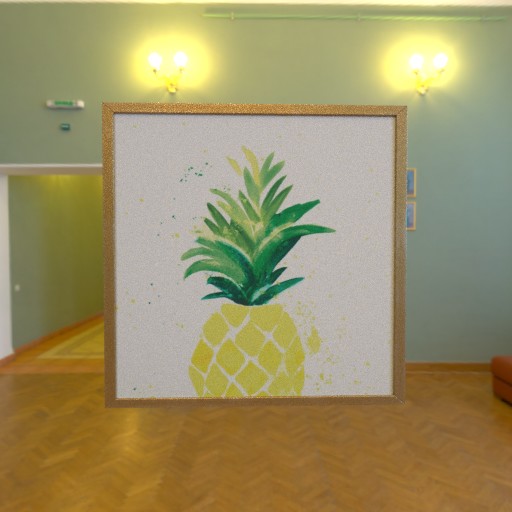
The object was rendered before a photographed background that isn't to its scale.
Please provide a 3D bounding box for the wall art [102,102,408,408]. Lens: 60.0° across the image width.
[{"bbox_3d":[0.000,0.000,0.466,0.306,0.305,0.038,0,2,-2],"label":"wall art"}]
